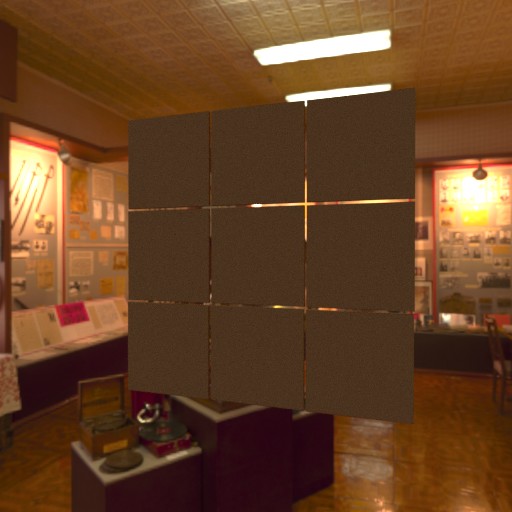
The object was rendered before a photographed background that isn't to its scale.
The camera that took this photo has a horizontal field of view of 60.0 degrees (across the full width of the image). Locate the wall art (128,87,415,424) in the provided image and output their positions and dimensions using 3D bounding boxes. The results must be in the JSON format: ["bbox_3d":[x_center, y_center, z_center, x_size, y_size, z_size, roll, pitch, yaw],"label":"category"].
[{"bbox_3d":[0.000,0.000,1.362,0.919,0.917,0.010,0,0,19],"label":"wall art"}]
